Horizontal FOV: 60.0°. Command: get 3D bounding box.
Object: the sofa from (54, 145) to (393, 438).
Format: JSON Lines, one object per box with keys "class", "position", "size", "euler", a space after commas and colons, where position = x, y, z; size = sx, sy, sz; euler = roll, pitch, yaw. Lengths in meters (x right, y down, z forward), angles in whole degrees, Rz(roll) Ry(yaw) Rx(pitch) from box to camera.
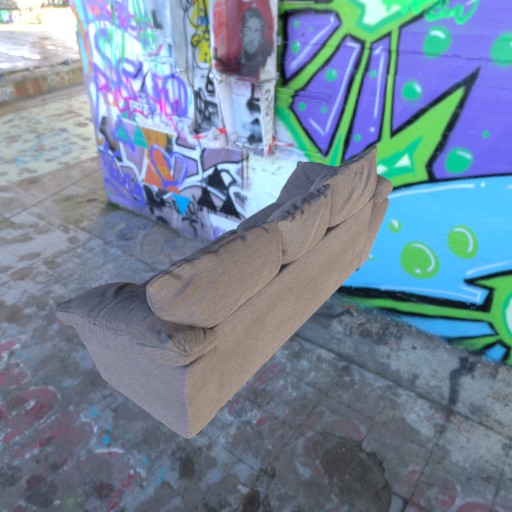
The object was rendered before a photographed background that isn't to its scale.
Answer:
{"class": "sofa", "position": [0.000, 0.000, 2.886], "size": [0.927, 1.043, 2.390], "euler": [22, 38, 30]}
